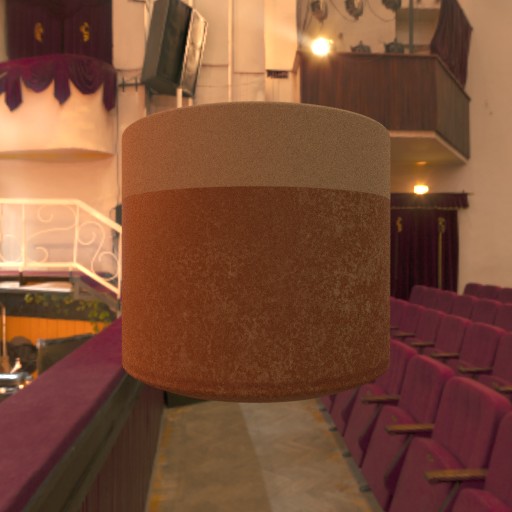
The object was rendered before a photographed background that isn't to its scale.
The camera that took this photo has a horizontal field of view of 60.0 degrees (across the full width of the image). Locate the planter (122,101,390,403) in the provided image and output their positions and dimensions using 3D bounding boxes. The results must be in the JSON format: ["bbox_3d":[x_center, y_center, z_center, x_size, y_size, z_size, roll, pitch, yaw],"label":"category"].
[{"bbox_3d":[0.000,0.000,0.274,0.159,0.138,0.159,0,0,0],"label":"planter"}]
